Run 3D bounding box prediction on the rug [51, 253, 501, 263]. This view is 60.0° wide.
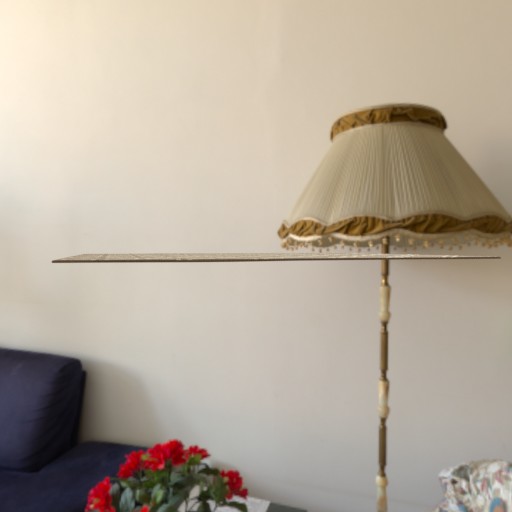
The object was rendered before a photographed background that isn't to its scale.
[{"bbox_3d":[0.000,0.000,3.770,2.895,0.018,2.288,0,1,-17],"label":"rug"}]
